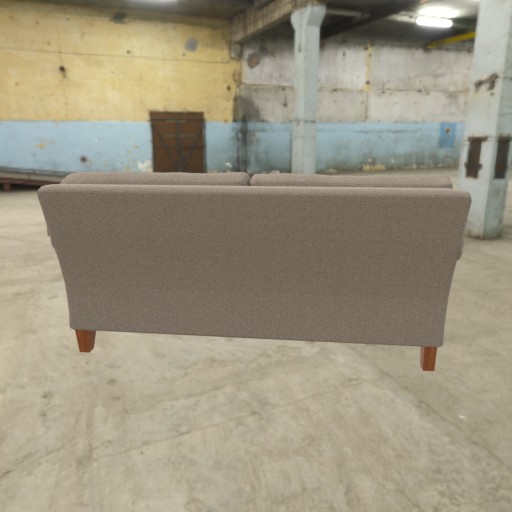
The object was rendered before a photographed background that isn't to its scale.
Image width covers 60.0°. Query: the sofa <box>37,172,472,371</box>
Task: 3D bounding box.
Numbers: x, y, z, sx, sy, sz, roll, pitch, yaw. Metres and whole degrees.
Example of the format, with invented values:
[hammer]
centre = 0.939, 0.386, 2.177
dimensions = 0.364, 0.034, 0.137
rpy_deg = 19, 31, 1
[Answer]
[sofa]
centre = 0.000, 0.000, 2.729
dimensions = 2.160, 1.054, 1.087
rpy_deg = 2, 15, 6
